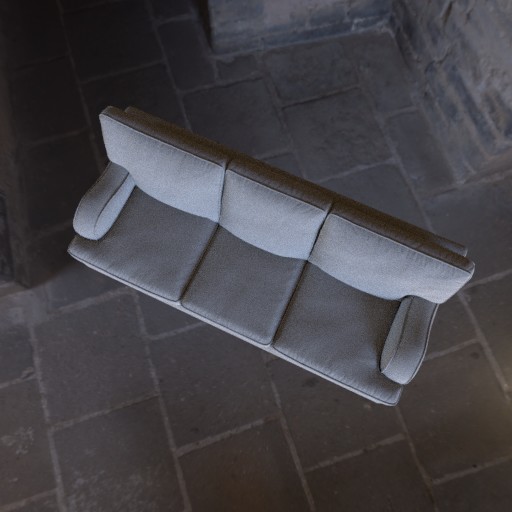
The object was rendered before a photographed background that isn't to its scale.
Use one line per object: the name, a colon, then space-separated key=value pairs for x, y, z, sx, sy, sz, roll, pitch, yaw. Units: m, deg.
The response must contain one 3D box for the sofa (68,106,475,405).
sofa: x=0.000 y=0.000 z=2.863 sx=2.323 sy=0.997 sz=1.016 roll=24 pitch=76 yaw=7
